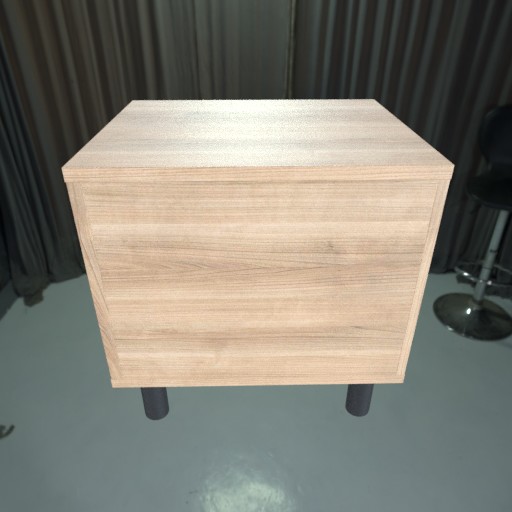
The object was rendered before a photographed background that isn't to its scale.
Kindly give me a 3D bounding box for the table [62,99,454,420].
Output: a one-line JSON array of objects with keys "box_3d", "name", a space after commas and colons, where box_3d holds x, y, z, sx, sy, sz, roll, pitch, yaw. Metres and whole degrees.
[{"box_3d": [0.000, 0.000, 0.782, 0.445, 0.460, 0.380, -1, 31, -1], "name": "table"}]
